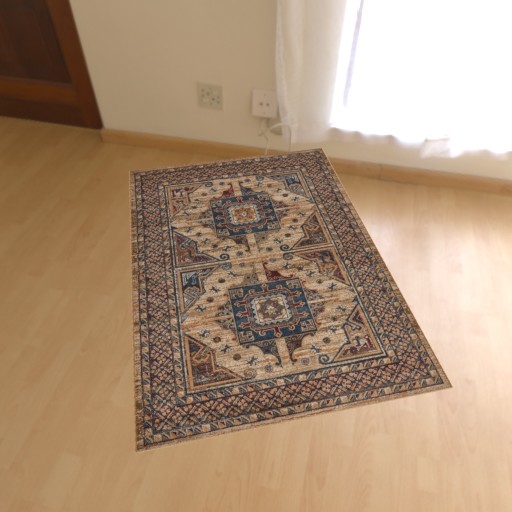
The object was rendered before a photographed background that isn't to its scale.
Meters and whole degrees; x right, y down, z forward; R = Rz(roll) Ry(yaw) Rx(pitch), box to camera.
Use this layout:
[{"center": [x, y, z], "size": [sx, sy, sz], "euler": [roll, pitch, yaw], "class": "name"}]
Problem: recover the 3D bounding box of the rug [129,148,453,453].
[{"center": [0.000, 0.000, 2.910], "size": [1.611, 0.008, 2.227], "euler": [-9, 48, -8], "class": "rug"}]
